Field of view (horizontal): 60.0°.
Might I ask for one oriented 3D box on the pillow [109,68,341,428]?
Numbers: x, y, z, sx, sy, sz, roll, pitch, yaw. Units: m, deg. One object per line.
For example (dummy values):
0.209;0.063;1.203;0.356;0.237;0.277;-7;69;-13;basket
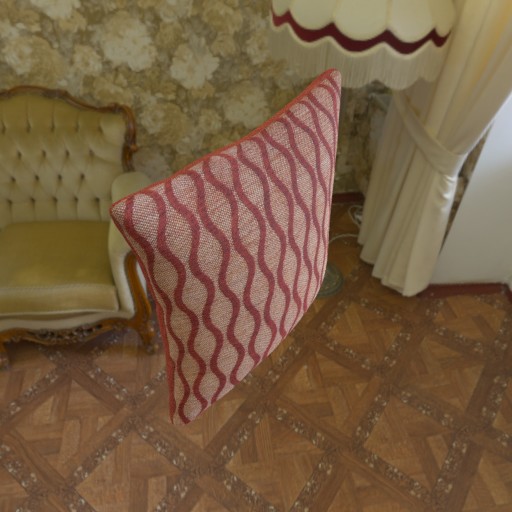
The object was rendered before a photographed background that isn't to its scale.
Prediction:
0.000;0.000;0.670;0.159;0.434;0.429;25;48;25;pillow
